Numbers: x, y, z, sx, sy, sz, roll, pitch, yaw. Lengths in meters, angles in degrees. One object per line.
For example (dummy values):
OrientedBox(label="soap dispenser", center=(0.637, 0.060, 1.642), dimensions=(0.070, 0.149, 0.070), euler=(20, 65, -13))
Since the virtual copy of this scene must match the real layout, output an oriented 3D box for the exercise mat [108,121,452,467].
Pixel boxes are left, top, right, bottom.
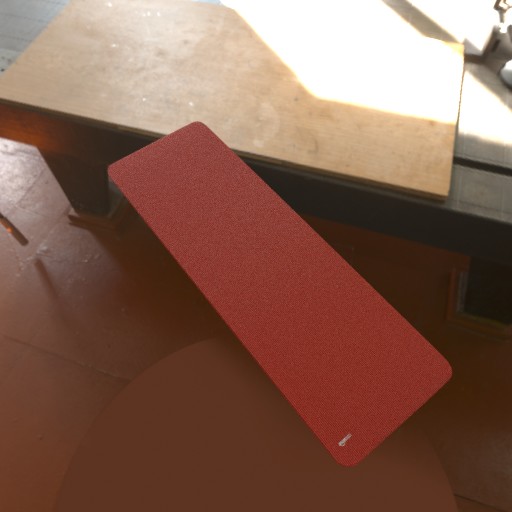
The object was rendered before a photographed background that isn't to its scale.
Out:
OrientedBox(label="exercise mat", center=(0.000, 0.000, 2.079), dimensions=(0.616, 0.021, 1.869), euler=(-34, 64, -19))
